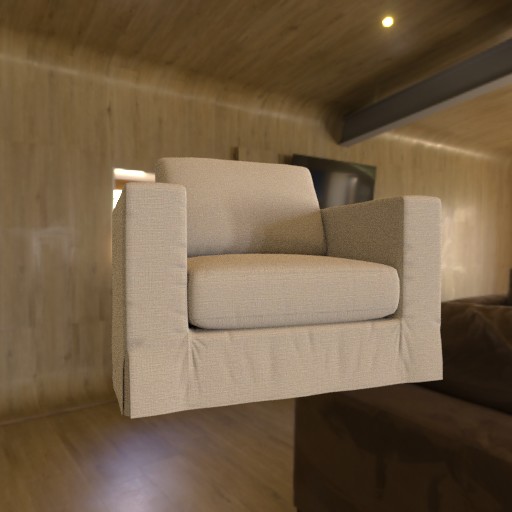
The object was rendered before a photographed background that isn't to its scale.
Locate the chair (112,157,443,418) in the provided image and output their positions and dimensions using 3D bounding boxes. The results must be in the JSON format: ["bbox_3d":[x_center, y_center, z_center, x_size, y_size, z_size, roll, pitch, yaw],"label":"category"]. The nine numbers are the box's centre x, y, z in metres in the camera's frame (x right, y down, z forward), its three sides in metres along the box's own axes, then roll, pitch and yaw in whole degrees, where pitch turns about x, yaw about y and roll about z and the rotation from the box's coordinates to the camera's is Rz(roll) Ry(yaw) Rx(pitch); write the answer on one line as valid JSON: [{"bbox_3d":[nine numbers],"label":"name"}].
[{"bbox_3d":[0.000,0.000,1.850,1.150,0.878,0.957,0,1,-20],"label":"chair"}]
